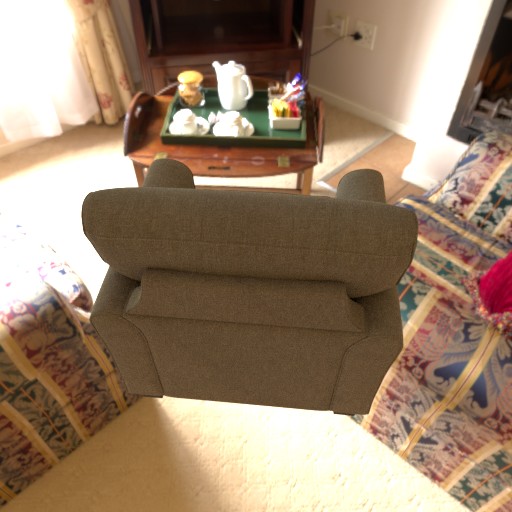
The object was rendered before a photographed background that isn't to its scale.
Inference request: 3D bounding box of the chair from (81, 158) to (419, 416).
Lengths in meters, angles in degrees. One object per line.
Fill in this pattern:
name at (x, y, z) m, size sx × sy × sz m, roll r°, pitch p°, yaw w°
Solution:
chair at (0.000, 0.000, 1.609) m, size 0.941 × 0.890 × 0.816 m, roll 4°, pitch 46°, yaw 4°
